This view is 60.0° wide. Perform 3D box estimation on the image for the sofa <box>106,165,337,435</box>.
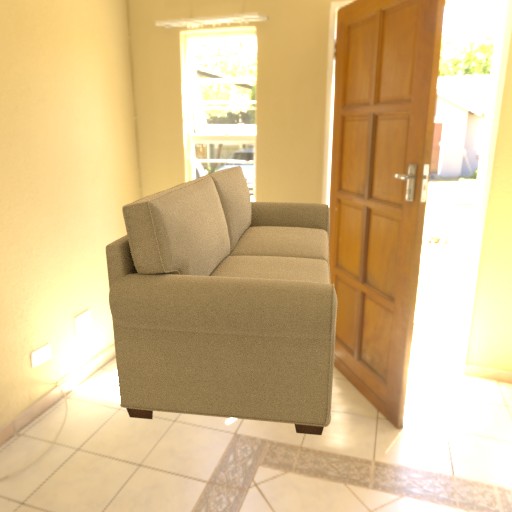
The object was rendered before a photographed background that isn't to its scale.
[{"bbox_3d":[0.000,0.000,2.675,0.901,0.962,2.146,2,16,8],"label":"sofa"}]
